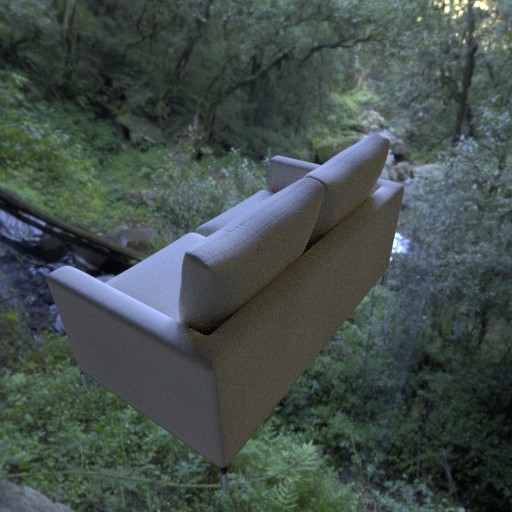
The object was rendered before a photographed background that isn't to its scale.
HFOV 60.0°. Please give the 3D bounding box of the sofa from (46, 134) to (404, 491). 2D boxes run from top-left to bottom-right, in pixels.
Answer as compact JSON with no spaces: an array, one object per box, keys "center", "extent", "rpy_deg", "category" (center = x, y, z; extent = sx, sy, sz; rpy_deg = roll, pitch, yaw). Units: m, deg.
[{"center":[0.000,0.000,2.281],"extent":[0.906,0.995,1.739],"rpy_deg":[21,38,29],"category":"sofa"}]
